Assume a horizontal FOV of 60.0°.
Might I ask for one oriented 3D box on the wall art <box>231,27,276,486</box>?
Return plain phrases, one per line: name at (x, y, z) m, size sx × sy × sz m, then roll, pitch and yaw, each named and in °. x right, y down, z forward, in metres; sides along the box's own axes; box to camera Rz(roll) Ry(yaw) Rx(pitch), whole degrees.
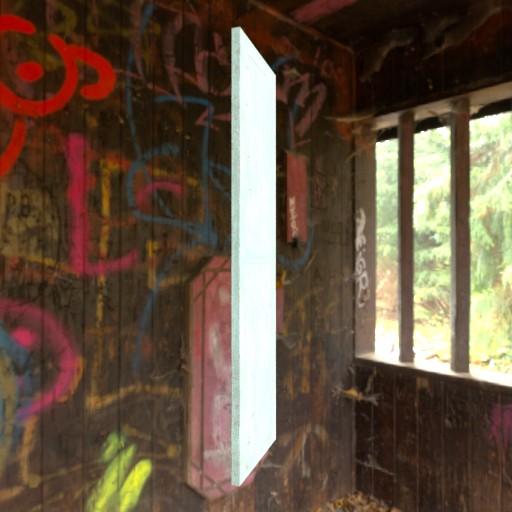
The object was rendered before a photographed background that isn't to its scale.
wall art at (0.000, 0.000, 1.333) m, size 0.025 × 1.219 × 0.329 m, roll 0°, pitch -1°, yaw 19°
